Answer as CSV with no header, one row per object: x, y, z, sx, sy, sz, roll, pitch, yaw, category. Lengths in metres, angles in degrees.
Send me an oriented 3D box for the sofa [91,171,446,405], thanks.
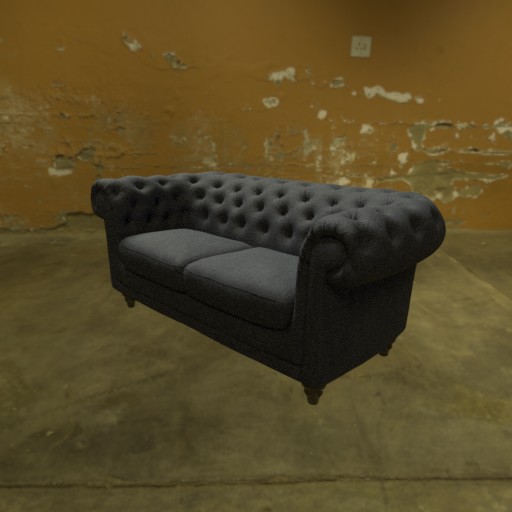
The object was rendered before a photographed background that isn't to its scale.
0.000,0.000,2.556,1.988,0.833,1.082,15,22,43,sofa
